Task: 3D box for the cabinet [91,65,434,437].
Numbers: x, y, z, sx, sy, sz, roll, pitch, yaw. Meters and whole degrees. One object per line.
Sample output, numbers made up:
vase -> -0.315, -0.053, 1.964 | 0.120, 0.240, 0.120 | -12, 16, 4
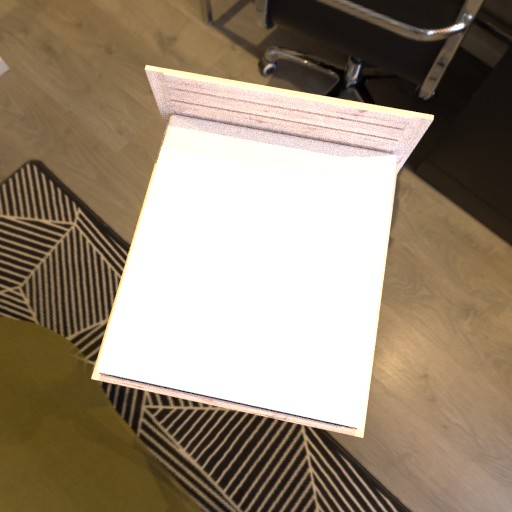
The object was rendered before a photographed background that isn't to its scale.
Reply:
cabinet -> 0.000, 0.000, 3.123 | 1.950, 0.970, 2.080 | 11, 74, 3
